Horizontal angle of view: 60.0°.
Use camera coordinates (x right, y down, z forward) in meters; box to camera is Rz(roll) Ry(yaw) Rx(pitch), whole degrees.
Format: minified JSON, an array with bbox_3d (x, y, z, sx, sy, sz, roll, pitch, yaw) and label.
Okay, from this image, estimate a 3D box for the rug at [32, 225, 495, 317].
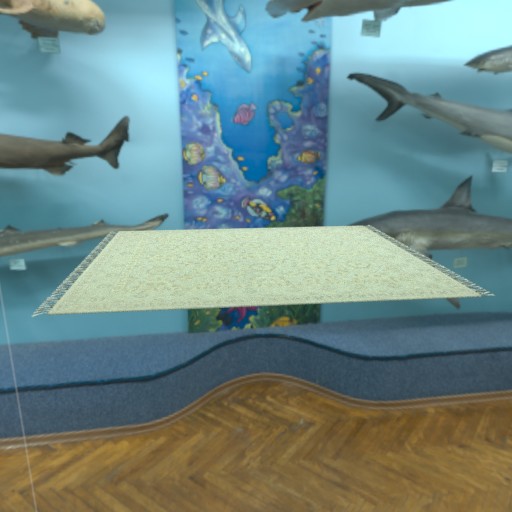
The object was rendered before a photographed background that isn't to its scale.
[{"bbox_3d":[0.000,0.000,4.020,3.043,0.013,2.444,-2,16,-6],"label":"rug"}]
